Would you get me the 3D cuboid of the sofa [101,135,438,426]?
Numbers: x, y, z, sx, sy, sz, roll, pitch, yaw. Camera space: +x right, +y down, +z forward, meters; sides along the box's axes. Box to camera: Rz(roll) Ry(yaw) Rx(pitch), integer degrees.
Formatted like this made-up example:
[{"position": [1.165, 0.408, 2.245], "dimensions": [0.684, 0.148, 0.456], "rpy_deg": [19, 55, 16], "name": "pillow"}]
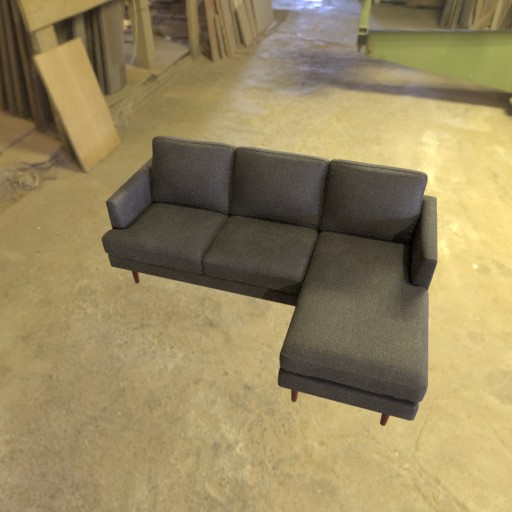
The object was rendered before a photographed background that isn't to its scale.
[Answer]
[{"position": [0.000, 0.000, 2.971], "dimensions": [2.233, 0.956, 1.504], "rpy_deg": [11, 41, 13], "name": "sofa"}]
